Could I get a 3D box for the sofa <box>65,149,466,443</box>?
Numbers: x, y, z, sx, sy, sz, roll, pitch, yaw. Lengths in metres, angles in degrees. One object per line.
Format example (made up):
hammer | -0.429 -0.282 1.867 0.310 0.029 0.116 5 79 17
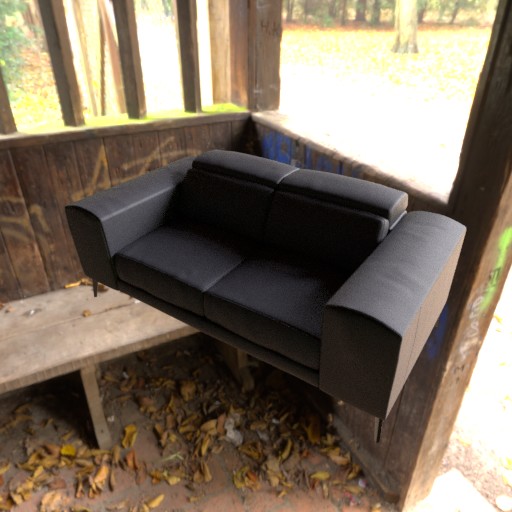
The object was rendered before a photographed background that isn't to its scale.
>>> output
sofa | 0.000 0.000 2.418 1.895 0.779 1.003 19 36 29
